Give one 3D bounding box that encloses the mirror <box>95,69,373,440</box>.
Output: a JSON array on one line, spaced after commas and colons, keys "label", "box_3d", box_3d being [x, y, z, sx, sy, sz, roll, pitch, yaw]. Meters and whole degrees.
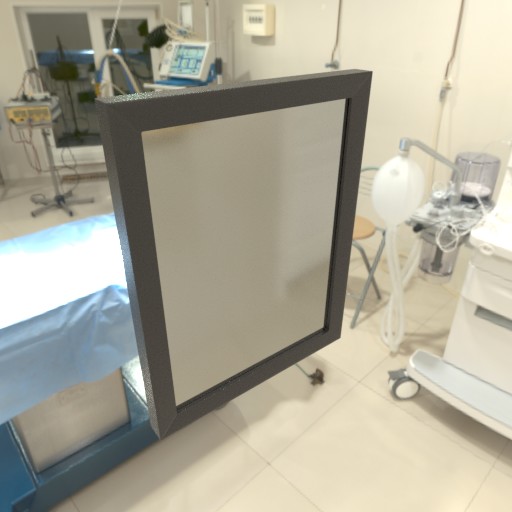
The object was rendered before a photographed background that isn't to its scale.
[{"label": "mirror", "box_3d": [0.000, 0.000, 0.688, 0.405, 0.508, 0.041, -21, 36, -32]}]
